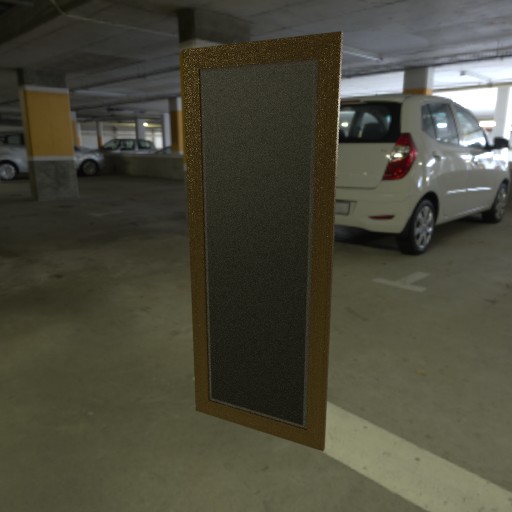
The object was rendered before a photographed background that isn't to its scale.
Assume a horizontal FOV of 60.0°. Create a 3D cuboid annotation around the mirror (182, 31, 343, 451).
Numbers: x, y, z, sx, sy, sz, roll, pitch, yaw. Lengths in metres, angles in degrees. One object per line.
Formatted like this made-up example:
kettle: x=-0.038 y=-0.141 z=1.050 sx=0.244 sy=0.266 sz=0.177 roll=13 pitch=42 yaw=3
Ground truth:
mirror: x=0.000 y=0.000 z=2.285 sx=0.812 sy=2.031 sz=0.025 roll=7 pitch=16 yaw=26
